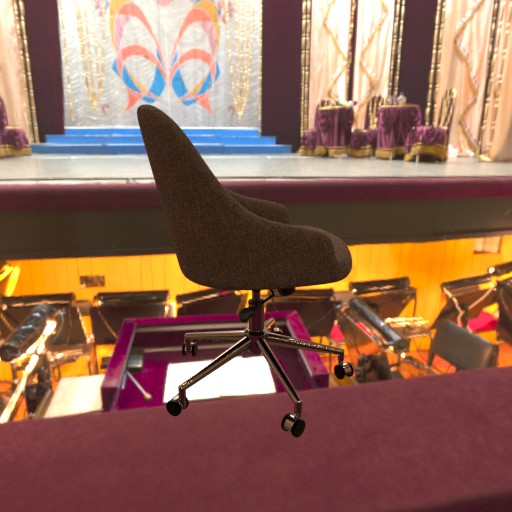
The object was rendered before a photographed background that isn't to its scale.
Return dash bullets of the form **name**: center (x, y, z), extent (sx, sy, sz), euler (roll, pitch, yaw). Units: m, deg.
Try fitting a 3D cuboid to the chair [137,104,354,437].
- **chair**: center (0.000, 0.000, 1.485), extent (0.712, 0.950, 0.671), euler (-3, 16, -10)
